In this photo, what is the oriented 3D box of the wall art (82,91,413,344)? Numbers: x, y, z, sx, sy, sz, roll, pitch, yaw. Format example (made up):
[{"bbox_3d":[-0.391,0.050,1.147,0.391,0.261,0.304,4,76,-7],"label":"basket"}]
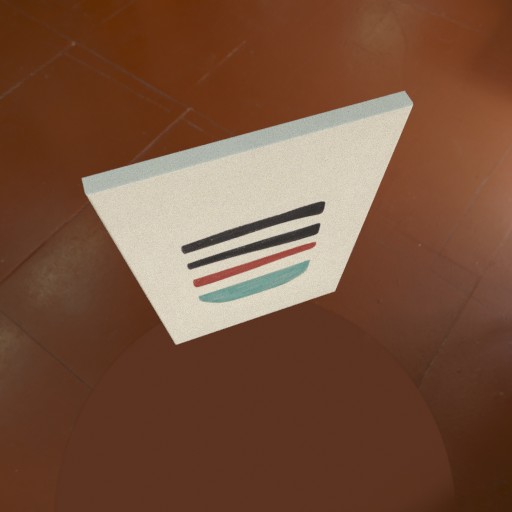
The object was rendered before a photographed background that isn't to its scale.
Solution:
[{"bbox_3d":[0.000,0.000,1.189,0.607,0.912,0.038,-17,65,-9],"label":"wall art"}]
